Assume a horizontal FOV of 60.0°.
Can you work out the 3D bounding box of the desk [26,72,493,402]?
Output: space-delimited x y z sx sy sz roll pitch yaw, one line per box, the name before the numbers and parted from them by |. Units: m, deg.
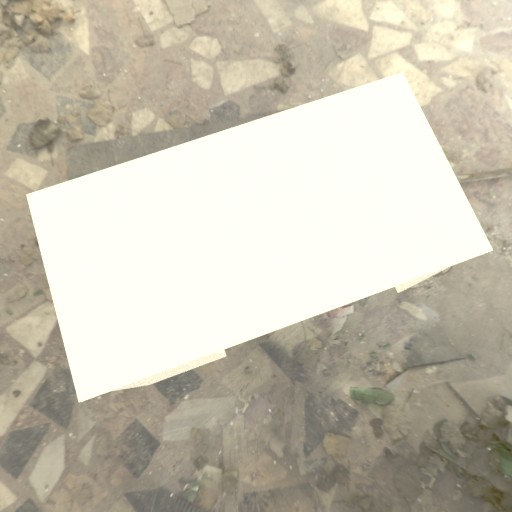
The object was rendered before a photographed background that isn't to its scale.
desk | 0.000 0.000 1.516 1.097 0.735 0.560 -19 77 -5
